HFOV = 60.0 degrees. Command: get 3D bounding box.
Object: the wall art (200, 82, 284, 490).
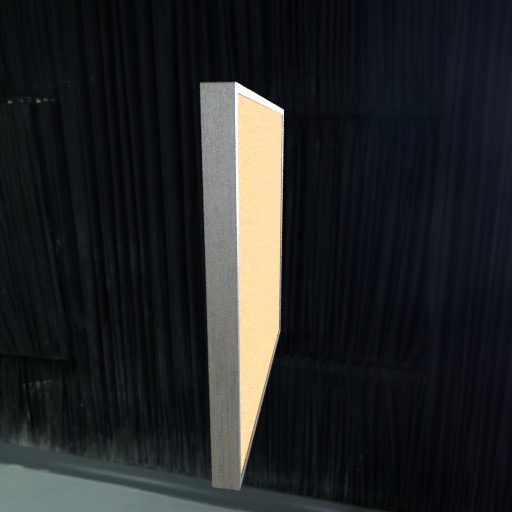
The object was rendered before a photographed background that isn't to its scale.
[{"bbox_3d":[0.000,0.000,0.766,0.037,0.507,0.507,2,15,9],"label":"wall art"}]
